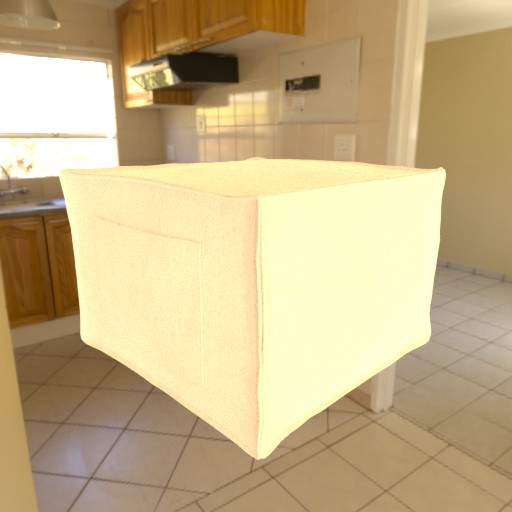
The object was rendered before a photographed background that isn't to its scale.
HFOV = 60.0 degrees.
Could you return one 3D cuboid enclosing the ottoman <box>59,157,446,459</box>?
[{"bbox_3d":[0.000,0.000,1.133,0.707,0.470,0.696,14,20,42],"label":"ottoman"}]
